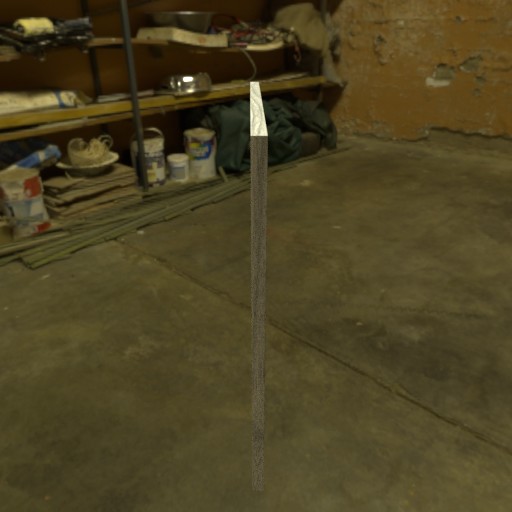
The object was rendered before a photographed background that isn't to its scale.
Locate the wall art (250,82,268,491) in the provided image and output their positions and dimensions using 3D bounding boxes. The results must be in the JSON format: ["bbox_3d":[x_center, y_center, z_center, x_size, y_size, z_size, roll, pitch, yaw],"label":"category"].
[{"bbox_3d":[0.000,0.000,0.755,0.016,0.507,0.508,0,27,-1],"label":"wall art"}]
